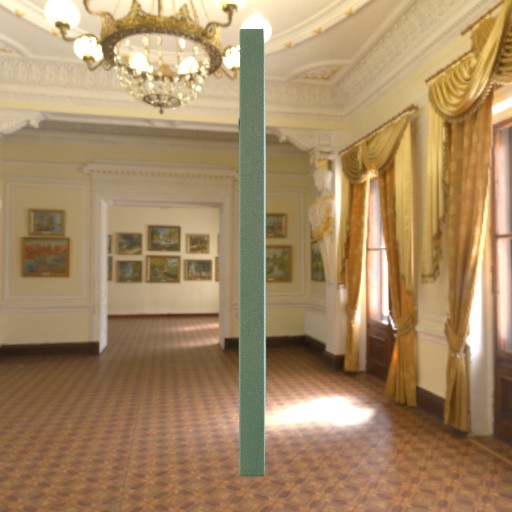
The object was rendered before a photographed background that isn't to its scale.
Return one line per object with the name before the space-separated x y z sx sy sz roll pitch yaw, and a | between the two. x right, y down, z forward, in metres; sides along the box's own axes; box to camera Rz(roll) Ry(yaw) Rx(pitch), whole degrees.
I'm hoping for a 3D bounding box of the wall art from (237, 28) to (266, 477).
wall art | 0.000 0.000 1.589 0.070 1.073 1.071 0 -2 1
